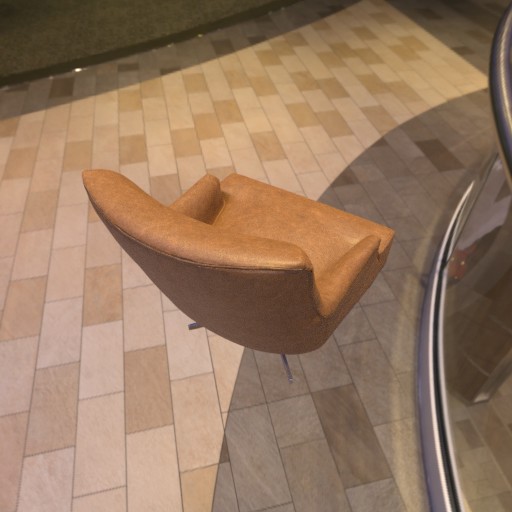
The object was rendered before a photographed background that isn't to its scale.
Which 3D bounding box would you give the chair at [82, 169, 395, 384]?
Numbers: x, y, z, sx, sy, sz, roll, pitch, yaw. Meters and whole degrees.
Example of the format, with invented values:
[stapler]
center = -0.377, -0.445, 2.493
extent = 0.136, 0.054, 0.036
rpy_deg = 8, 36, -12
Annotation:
[chair]
center = 0.000, 0.000, 1.500
extent = 0.729, 0.869, 0.874
rpy_deg = 23, 50, 21
